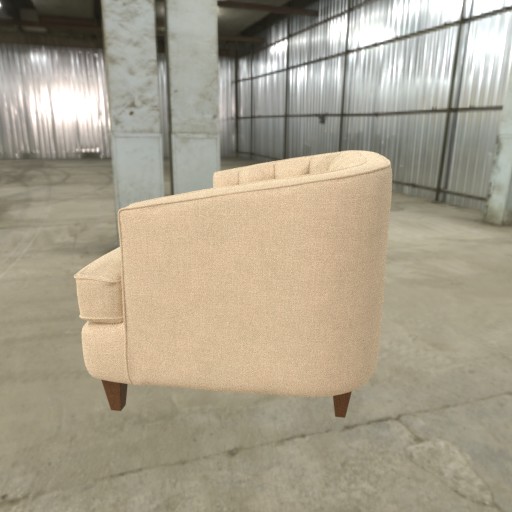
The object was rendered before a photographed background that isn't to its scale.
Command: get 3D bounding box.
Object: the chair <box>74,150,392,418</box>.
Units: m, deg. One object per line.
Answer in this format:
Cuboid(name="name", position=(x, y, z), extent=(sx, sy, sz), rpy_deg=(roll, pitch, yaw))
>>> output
Cuboid(name="chair", position=(0.000, 0.000, 1.728), extent=(0.914, 0.787, 1.118), rpy_deg=(3, 16, 9))
